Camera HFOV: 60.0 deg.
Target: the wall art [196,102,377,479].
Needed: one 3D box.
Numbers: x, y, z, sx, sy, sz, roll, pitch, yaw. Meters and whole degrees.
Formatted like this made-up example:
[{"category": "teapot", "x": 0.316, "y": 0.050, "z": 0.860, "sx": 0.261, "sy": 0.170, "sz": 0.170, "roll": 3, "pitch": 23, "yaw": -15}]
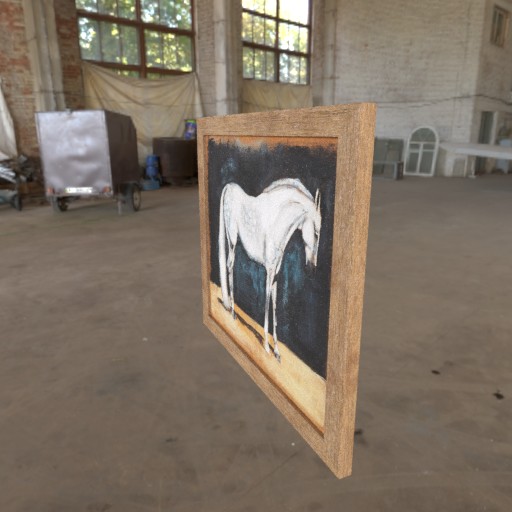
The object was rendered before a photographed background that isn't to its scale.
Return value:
[{"category": "wall art", "x": 0.000, "y": 0.000, "z": 0.956, "sx": 0.026, "sy": 0.588, "sz": 0.690, "roll": -7, "pitch": 17, "yaw": -24}]
